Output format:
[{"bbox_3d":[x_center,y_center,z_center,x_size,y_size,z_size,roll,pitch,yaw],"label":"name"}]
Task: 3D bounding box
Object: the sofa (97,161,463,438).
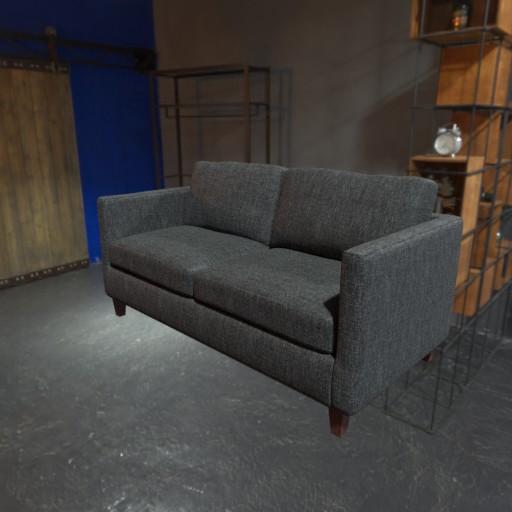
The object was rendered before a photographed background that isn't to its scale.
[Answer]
[{"bbox_3d":[0.000,0.000,2.474,1.884,0.963,0.950,15,22,42],"label":"sofa"}]
